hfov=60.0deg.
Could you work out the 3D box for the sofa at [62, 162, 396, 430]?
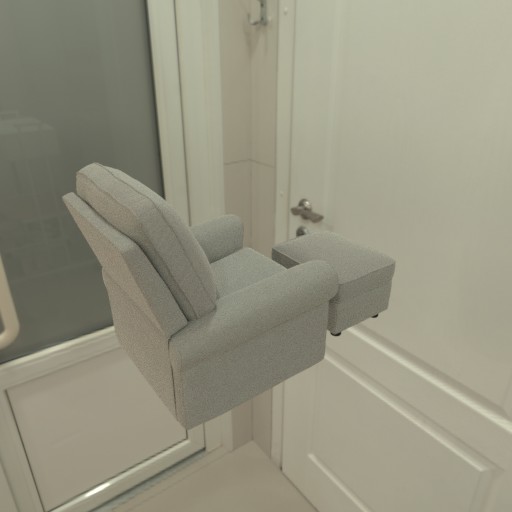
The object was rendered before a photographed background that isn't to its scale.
[{"bbox_3d":[0.000,0.000,2.107,1.478,0.959,0.880,-17,31,-32],"label":"sofa"}]
